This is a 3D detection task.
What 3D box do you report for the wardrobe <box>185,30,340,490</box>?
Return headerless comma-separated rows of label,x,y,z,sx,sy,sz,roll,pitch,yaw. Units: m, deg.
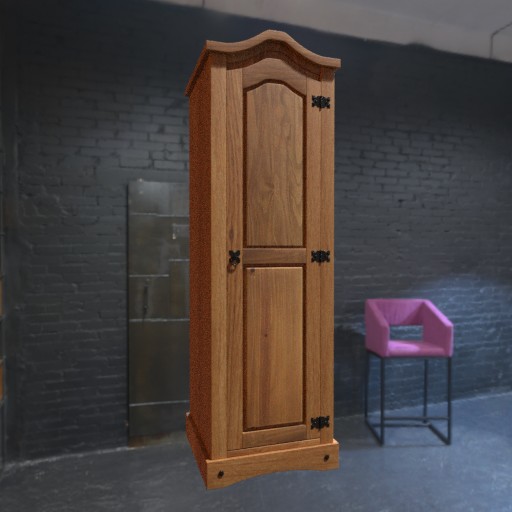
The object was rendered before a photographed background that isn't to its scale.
wardrobe,0.000,0.000,2.119,0.590,1.870,0.570,0,1,-17
